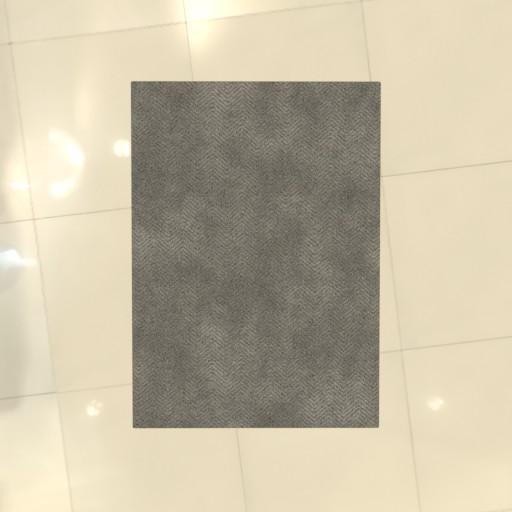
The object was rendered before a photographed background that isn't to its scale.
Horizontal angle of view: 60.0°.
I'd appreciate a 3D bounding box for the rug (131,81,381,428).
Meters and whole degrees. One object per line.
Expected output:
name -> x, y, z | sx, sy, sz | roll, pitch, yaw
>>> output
rug -> 0.000, 0.000, 2.860 | 1.600, 0.008, 2.235 | 0, 91, 0
